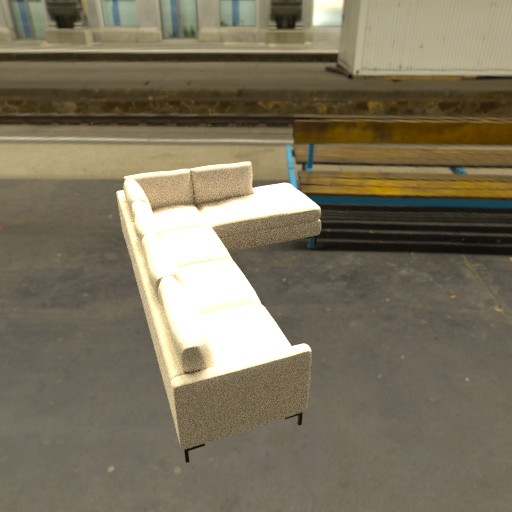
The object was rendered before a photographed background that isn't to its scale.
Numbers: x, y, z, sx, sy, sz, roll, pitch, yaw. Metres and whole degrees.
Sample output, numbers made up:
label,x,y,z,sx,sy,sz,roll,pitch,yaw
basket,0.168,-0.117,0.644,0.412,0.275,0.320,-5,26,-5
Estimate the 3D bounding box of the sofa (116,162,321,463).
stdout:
label,x,y,z,sx,sy,sz,roll,pitch,yaw
sofa,0.000,0.000,3.822,2.007,0.815,2.949,-11,31,-18
